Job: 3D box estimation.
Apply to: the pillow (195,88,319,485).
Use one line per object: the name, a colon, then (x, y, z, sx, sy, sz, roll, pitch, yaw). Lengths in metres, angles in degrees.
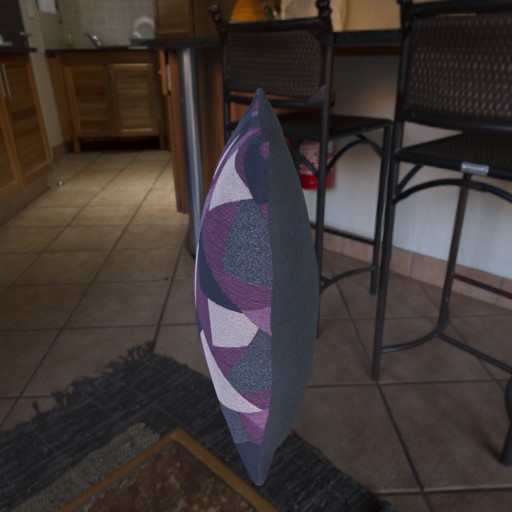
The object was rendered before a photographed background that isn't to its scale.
pillow: (0.000, 0.000, 0.751, 0.208, 0.496, 0.503, 0, 26, 0)
